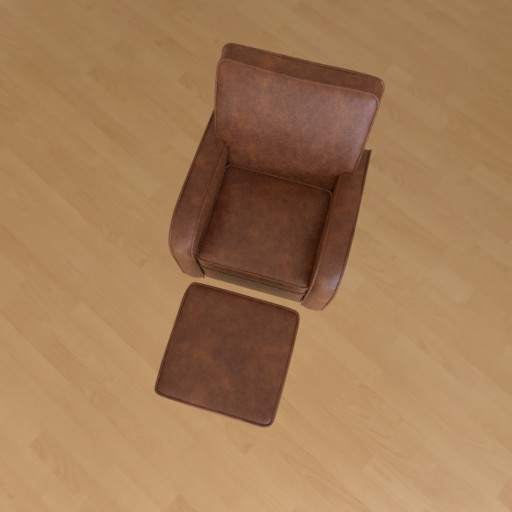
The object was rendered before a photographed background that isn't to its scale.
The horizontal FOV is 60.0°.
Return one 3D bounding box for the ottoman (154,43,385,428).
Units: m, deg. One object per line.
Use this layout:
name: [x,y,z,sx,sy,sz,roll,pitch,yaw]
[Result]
ottoman: [0.000,0.000,1.871,0.732,0.904,1.314,15,74,4]
